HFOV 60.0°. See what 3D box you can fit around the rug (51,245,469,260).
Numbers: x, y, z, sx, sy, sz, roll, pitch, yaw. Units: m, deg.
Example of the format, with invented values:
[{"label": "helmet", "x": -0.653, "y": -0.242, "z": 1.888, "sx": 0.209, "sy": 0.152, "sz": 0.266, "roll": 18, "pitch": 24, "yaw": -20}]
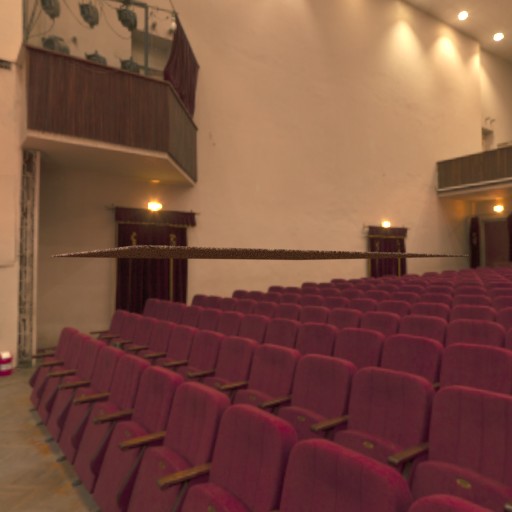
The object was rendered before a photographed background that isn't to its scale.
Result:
[{"label": "rug", "x": 0.000, "y": 0.000, "z": 4.252, "sx": 3.204, "sy": 0.017, "sz": 2.448, "roll": 1, "pitch": -2, "yaw": -35}]
